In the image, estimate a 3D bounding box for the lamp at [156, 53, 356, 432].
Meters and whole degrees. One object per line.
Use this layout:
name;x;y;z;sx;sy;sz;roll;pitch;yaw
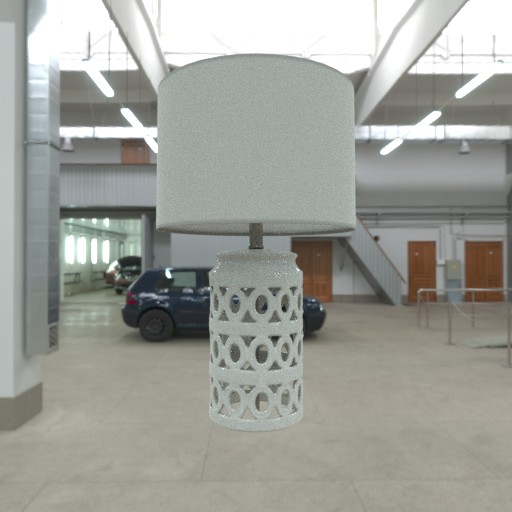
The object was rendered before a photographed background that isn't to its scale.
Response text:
lamp;0.000;0.000;0.703;0.310;0.502;0.310;0;0;0
